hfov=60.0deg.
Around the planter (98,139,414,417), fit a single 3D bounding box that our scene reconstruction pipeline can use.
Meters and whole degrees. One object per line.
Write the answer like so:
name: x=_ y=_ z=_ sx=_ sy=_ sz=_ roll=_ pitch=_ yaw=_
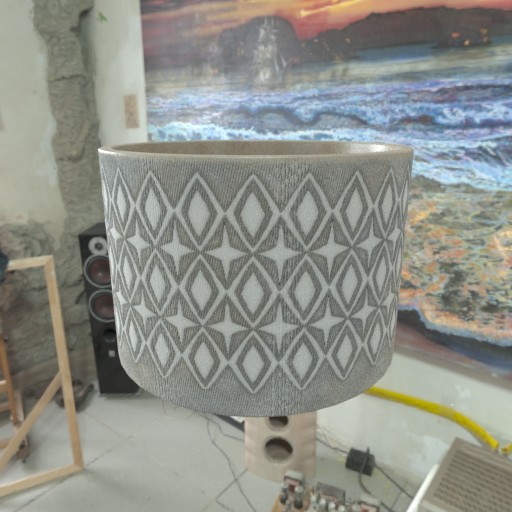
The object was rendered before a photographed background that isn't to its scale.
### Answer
planter: x=0.000 y=0.000 z=0.262 sx=0.164 sy=0.127 sz=0.164 roll=0 pitch=17 yaw=0
